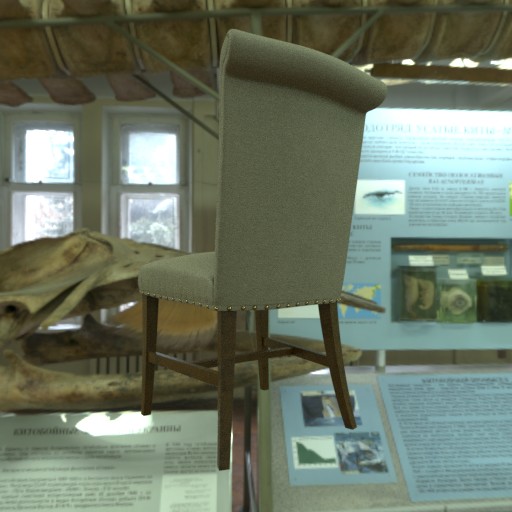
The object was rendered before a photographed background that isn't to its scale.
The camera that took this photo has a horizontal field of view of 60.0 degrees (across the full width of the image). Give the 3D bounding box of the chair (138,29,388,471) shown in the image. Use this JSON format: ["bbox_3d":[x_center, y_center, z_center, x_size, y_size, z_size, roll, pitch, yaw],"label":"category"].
[{"bbox_3d":[0.000,0.000,1.304,0.513,0.988,0.608,0,0,-35],"label":"chair"}]
